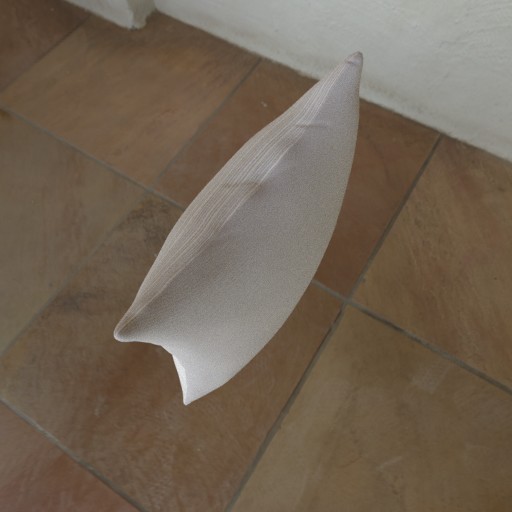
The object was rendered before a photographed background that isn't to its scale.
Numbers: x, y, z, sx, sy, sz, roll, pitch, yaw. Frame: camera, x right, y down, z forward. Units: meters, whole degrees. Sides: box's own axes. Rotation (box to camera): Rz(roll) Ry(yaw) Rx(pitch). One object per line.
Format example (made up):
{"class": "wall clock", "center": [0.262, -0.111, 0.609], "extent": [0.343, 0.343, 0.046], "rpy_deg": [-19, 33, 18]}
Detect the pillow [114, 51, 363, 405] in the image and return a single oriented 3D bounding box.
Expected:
{"class": "pillow", "center": [0.000, 0.000, 0.763], "extent": [0.204, 0.497, 0.512], "rpy_deg": [32, 68, 15]}
